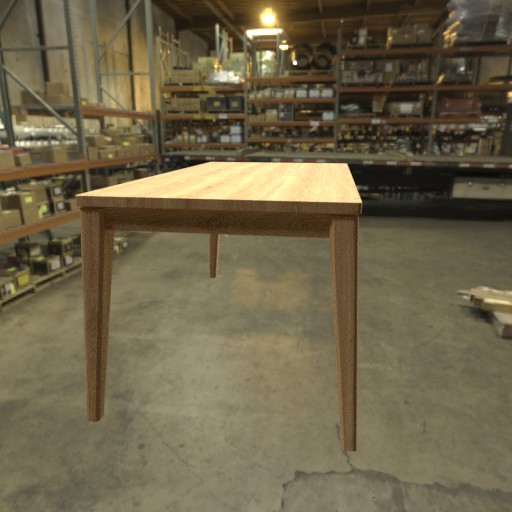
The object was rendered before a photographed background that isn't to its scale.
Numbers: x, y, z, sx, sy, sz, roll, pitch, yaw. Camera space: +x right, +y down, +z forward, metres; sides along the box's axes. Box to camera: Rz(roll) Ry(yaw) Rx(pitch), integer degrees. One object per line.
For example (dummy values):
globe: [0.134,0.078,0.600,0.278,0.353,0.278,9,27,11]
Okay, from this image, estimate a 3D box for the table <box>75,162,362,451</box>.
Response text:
table: [0.000,0.000,2.084,0.900,0.760,1.600,3,16,9]
